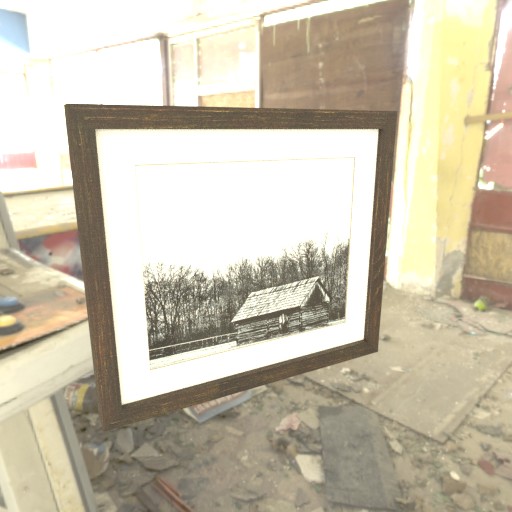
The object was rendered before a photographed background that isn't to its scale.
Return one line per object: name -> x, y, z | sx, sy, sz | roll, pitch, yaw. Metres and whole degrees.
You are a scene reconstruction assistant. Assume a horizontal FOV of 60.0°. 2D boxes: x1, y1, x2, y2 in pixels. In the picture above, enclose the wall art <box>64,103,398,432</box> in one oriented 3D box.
wall art -> 0.000, 0.000, 0.523 | 0.381, 0.330, 0.031 | -8, 18, -26
